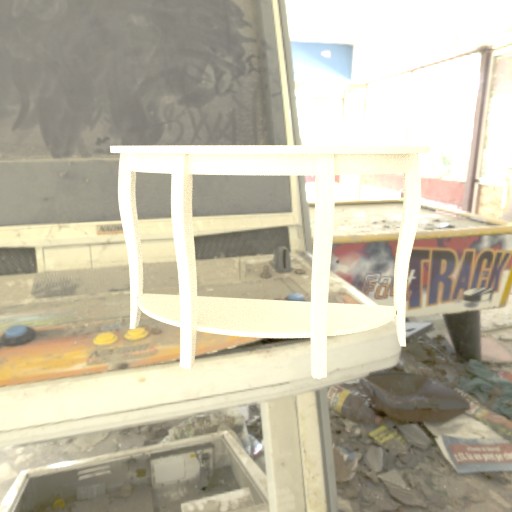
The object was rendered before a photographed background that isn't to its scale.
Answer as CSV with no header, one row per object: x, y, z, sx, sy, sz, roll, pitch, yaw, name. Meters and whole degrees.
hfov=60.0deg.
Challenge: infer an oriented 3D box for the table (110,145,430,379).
0.000,0.000,1.616,1.219,0.780,0.394,2,14,9,table
